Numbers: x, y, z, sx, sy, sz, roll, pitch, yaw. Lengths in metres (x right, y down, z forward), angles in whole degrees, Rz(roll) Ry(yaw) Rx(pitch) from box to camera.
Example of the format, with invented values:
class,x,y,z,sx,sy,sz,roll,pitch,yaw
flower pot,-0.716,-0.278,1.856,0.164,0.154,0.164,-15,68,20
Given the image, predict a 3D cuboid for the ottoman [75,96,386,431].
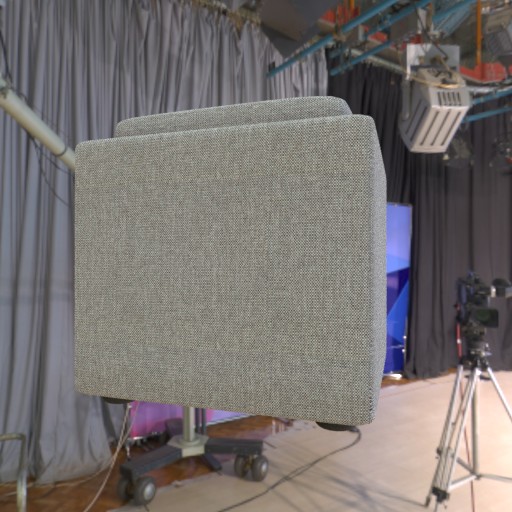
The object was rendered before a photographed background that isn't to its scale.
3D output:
class,x,y,z,sx,sy,sz,roll,pitch,yaw
ottoman,0.000,0.000,0.818,0.450,0.460,0.450,0,0,18
